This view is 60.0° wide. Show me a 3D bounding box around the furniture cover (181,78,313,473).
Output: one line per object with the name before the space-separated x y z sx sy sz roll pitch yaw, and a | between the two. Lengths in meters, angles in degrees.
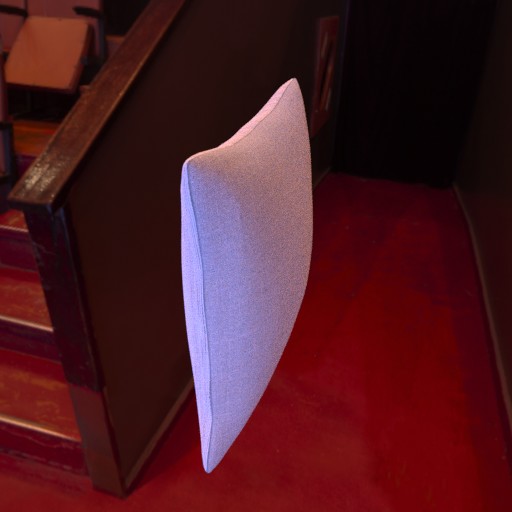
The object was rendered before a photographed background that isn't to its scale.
furniture cover | 0.000 0.000 0.773 0.178 0.506 0.512 9 32 14
